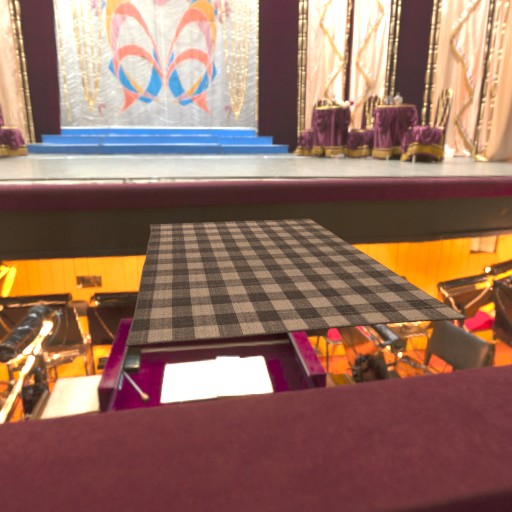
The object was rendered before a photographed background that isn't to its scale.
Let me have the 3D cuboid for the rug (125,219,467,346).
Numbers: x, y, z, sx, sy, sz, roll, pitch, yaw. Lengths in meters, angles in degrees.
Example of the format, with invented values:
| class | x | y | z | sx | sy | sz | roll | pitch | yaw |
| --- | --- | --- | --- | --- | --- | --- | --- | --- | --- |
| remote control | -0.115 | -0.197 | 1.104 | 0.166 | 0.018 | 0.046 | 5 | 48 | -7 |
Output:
| class | x | y | z | sx | sy | sz | roll | pitch | yaw |
| --- | --- | --- | --- | --- | --- | --- | --- | --- | --- |
| rug | 0.000 | 0.000 | 3.094 | 1.554 | 0.011 | 2.476 | -3 | 16 | -10 |
